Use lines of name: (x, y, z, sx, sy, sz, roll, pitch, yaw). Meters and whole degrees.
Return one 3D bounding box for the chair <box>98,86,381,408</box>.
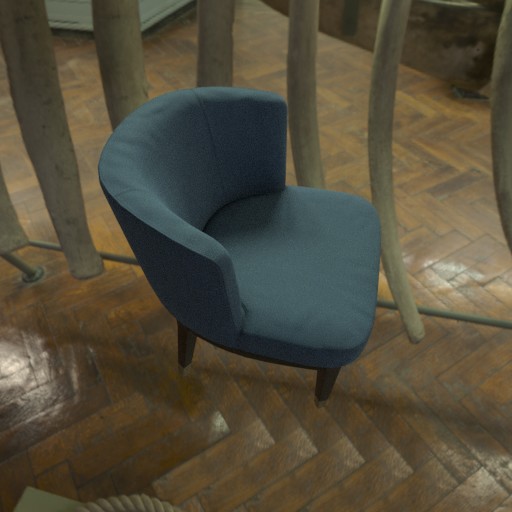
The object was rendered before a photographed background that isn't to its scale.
chair: (0.000, 0.000, 1.298, 0.702, 0.760, 0.661, 10, 48, 9)
